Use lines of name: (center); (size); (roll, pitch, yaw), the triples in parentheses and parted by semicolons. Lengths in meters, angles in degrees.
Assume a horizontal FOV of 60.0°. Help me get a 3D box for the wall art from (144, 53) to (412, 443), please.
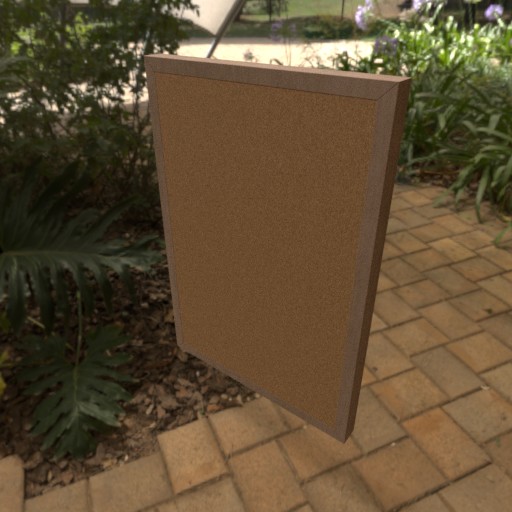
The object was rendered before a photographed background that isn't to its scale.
wall art: (0.000, 0.000, 0.637); (0.356, 0.509, 0.031); (21, 36, 32)
